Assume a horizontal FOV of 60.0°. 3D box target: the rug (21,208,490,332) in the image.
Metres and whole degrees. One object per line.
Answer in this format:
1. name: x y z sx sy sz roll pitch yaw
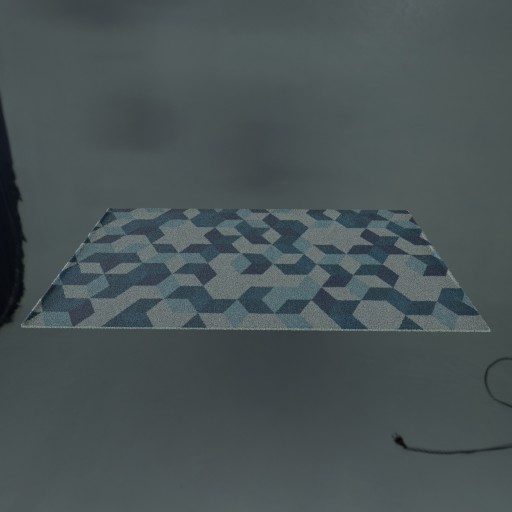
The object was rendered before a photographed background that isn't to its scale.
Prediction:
1. rug: 0.000 0.000 2.956 2.438 0.015 1.518 0 30 1
